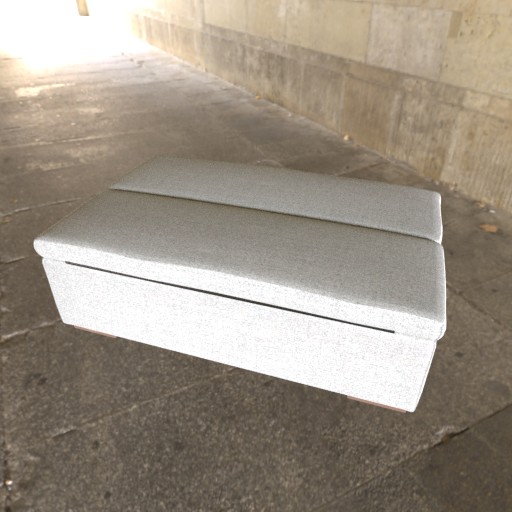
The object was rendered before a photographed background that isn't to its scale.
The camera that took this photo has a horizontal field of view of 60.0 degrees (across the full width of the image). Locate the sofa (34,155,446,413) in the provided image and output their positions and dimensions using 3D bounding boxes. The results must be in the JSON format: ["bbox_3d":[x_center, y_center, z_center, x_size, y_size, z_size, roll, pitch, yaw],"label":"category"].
[{"bbox_3d":[0.000,0.000,1.652,1.250,0.434,0.817,10,35,15],"label":"sofa"}]
